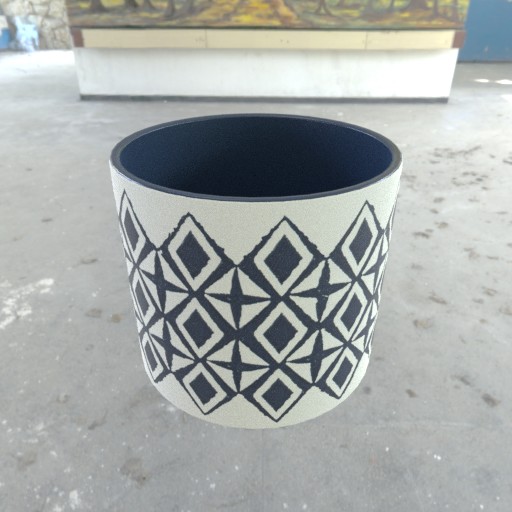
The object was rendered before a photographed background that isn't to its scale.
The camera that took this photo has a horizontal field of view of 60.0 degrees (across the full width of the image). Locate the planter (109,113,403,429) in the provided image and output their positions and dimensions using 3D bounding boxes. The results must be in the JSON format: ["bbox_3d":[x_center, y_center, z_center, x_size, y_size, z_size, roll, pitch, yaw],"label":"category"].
[{"bbox_3d":[0.000,0.000,0.399,0.224,0.203,0.224,0,30,0],"label":"planter"}]
